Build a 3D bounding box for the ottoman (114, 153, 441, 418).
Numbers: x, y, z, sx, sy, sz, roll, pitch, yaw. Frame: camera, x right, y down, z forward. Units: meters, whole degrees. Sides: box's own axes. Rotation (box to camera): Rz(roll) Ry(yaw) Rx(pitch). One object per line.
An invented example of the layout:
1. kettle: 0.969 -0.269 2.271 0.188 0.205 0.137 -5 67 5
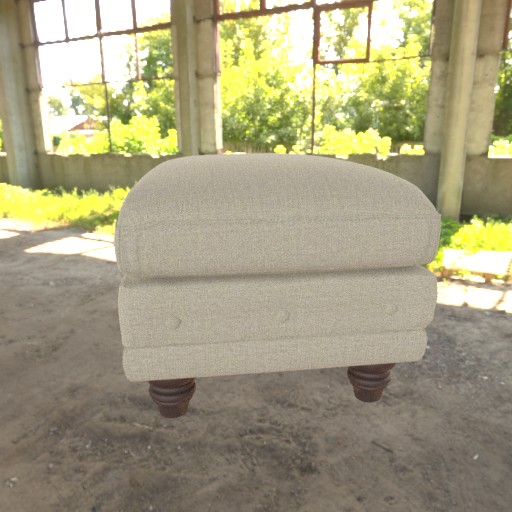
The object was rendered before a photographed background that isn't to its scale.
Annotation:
1. ottoman: 0.000 0.000 1.032 0.541 0.463 0.684 -2 14 -7
